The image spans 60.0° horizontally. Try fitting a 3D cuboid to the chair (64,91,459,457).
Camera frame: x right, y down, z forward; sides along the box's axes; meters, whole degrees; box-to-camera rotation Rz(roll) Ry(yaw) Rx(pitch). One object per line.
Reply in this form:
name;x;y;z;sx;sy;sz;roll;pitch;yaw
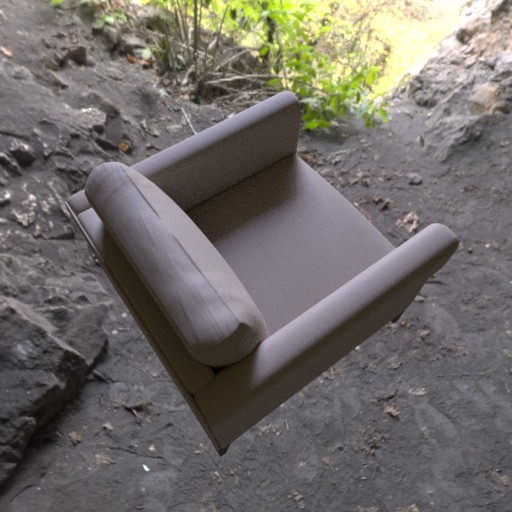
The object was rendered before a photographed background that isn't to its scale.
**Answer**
chair;0.000;0.000;1.636;0.959;0.838;0.914;-32;64;-18
